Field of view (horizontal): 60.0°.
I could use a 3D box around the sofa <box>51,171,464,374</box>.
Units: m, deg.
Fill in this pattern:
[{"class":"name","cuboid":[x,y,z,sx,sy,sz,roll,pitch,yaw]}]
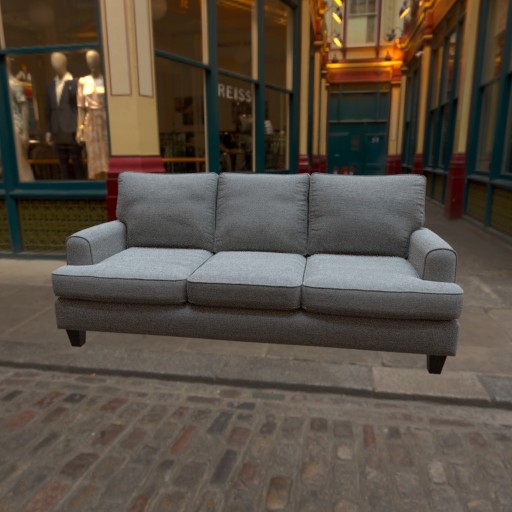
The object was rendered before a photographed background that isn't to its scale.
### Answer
[{"class":"sofa","cuboid":[0.000,0.000,2.679,2.158,0.965,0.951,2,14,9]}]
